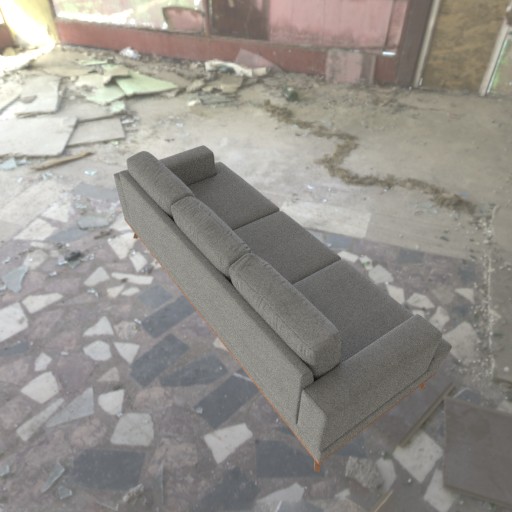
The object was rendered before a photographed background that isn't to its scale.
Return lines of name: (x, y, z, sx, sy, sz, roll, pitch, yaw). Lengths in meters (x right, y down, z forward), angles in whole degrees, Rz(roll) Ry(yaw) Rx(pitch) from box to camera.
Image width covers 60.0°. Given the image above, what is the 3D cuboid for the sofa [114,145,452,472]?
sofa: (0.000, 0.000, 2.806, 0.920, 0.810, 2.310, -25, 48, -25)
